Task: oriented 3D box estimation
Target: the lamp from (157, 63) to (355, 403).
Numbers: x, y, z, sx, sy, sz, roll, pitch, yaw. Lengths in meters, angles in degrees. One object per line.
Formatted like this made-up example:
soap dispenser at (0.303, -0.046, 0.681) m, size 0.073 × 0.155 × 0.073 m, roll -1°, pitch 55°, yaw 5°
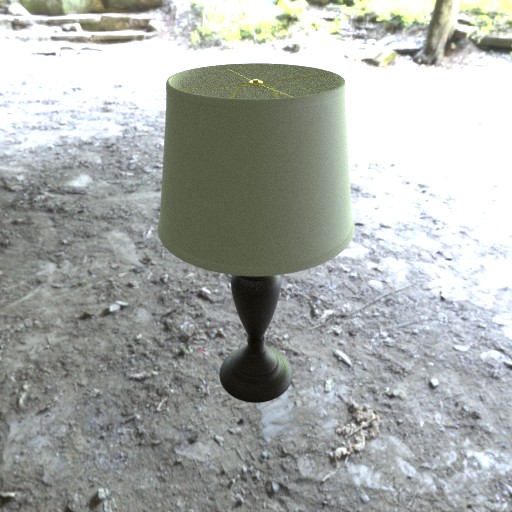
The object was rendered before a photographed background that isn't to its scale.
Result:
lamp at (0.000, 0.000, 0.806) m, size 0.335 × 0.611 × 0.335 m, roll 0°, pitch 33°, yaw 0°
